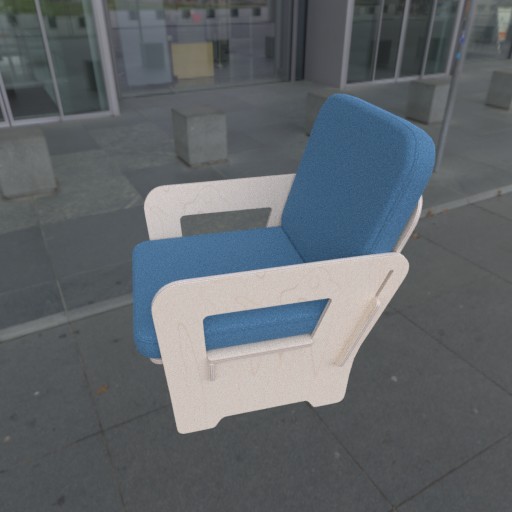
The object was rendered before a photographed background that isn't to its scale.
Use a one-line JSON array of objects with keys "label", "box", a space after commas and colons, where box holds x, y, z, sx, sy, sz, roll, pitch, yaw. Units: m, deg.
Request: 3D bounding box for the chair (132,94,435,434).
[{"label": "chair", "box": [0.000, 0.000, 1.186, 0.657, 0.747, 0.547, -7, 32, -12]}]
